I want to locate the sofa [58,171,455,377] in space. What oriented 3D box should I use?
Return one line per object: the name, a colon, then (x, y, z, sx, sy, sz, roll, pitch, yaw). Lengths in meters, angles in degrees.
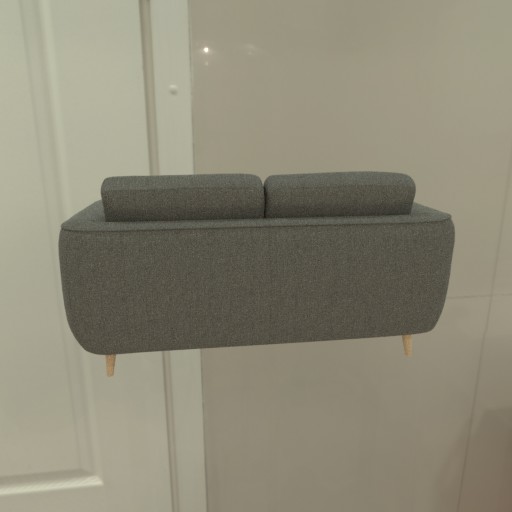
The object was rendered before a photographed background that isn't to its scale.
sofa: (0.000, 0.000, 2.222, 1.700, 0.870, 0.920, -2, 16, -7)
